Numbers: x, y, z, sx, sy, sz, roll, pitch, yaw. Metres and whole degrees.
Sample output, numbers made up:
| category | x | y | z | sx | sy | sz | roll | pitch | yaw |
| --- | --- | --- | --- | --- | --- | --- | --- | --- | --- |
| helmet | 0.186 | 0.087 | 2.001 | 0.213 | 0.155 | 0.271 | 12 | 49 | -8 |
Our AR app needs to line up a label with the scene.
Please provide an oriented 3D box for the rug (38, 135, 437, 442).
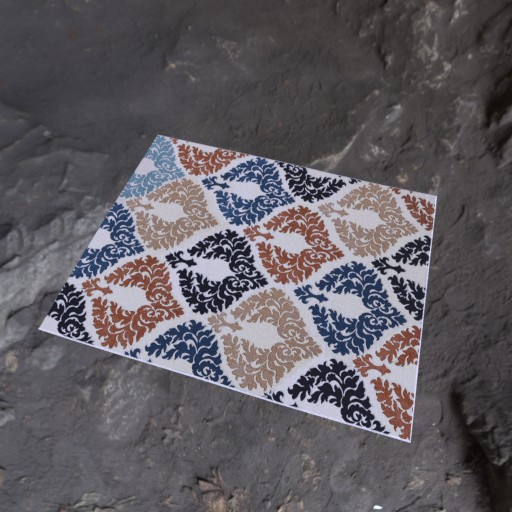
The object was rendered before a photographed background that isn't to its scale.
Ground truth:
| category | x | y | z | sx | sy | sz | roll | pitch | yaw |
| --- | --- | --- | --- | --- | --- | --- | --- | --- | --- |
| rug | 0.000 | 0.000 | 4.034 | 3.040 | 0.014 | 2.423 | 14 | 58 | 9 |
